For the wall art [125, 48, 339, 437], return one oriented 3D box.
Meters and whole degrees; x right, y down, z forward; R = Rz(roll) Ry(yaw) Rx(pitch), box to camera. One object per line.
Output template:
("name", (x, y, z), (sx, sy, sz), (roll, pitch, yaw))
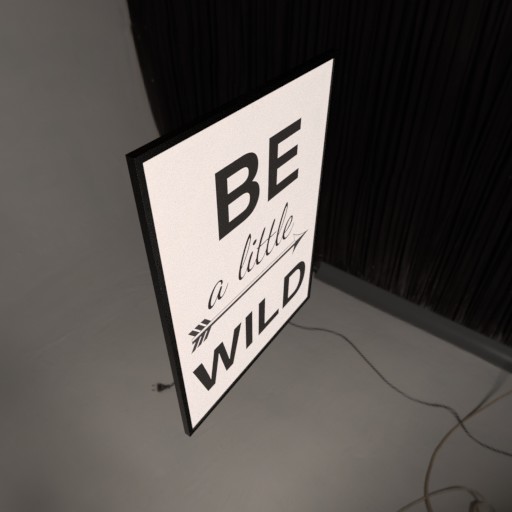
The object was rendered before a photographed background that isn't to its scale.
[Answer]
("wall art", (0.000, 0.000, 0.779), (0.013, 0.582, 0.442), (25, 47, 26))
